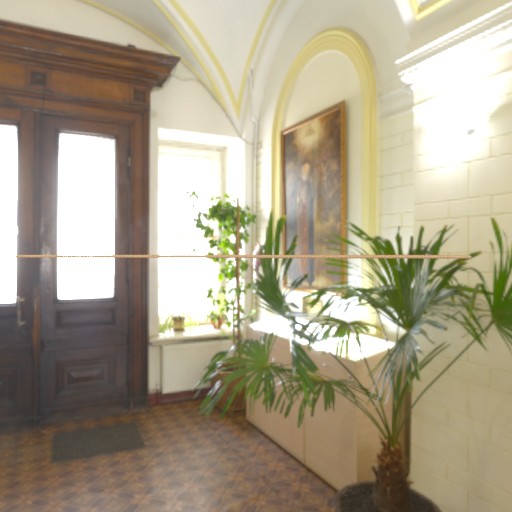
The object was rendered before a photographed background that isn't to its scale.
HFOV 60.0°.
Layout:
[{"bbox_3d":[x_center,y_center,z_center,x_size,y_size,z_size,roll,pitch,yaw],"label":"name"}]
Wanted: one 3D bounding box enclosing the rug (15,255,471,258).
[{"bbox_3d":[0.000,0.000,2.801,2.294,0.014,1.528,0,0,18],"label":"rug"}]
